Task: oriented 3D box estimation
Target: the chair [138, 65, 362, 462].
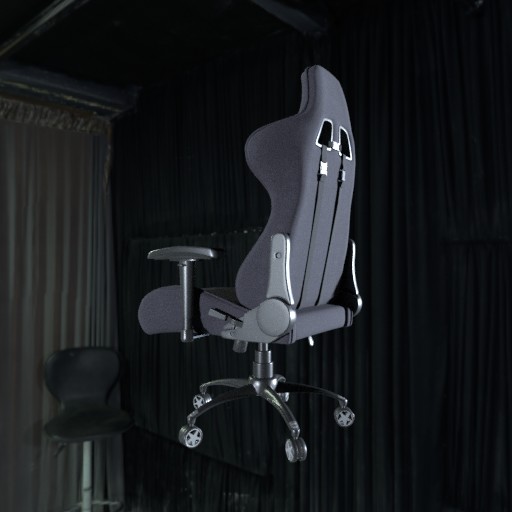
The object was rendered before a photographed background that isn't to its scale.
[{"bbox_3d":[0.000,0.000,1.723,0.695,1.300,0.730,0,-1,35],"label":"chair"}]
